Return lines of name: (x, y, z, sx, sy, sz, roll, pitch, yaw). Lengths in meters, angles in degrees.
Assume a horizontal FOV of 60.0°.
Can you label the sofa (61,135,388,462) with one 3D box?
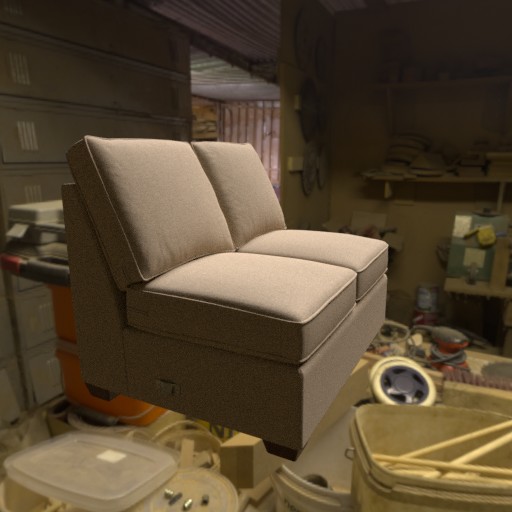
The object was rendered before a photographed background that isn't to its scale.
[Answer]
sofa: (0.000, 0.000, 1.970, 0.951, 1.008, 1.237, 7, 15, 27)
